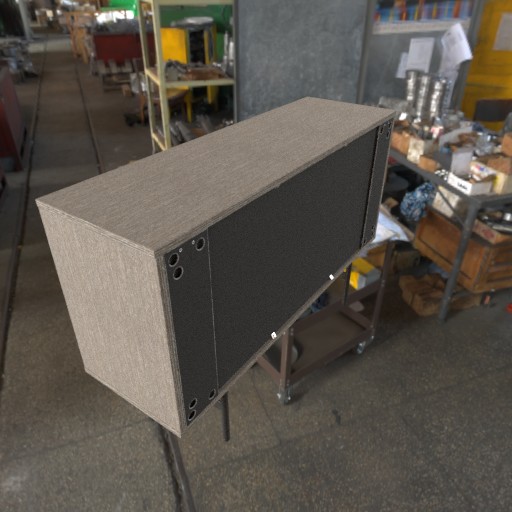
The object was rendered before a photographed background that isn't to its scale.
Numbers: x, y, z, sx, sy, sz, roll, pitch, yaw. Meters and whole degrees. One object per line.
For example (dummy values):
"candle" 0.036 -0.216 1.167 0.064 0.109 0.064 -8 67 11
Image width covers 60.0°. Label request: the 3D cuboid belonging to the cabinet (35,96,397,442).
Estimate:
"cabinet" 0.000 0.000 1.511 0.405 0.787 1.194 21 38 29
